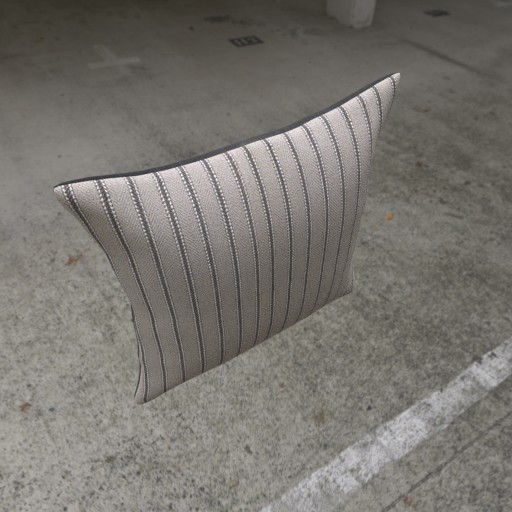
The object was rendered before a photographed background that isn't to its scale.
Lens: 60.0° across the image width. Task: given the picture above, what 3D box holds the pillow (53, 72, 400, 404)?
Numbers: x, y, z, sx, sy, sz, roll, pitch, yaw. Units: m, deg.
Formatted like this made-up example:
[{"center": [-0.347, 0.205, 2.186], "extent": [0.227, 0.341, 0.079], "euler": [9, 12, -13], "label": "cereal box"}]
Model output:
[{"center": [0.000, 0.000, 0.662], "extent": [0.468, 0.444, 0.138], "euler": [-25, 50, -22], "label": "pillow"}]
